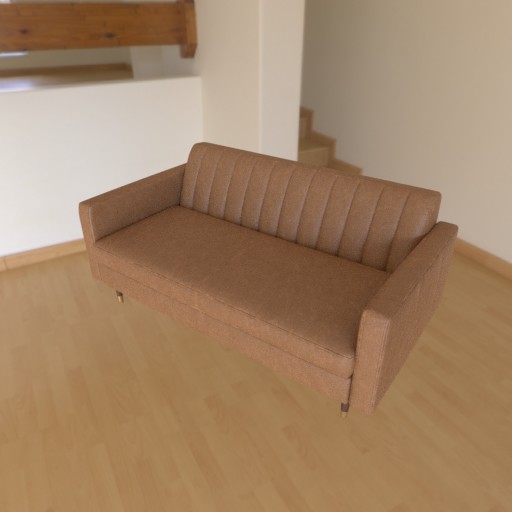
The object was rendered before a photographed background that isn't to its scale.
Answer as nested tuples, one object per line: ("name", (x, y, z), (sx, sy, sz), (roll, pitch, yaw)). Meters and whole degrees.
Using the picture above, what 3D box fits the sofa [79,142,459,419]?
("sofa", (0.000, 0.000, 2.458), (1.847, 0.821, 0.993), (20, 35, 30))
